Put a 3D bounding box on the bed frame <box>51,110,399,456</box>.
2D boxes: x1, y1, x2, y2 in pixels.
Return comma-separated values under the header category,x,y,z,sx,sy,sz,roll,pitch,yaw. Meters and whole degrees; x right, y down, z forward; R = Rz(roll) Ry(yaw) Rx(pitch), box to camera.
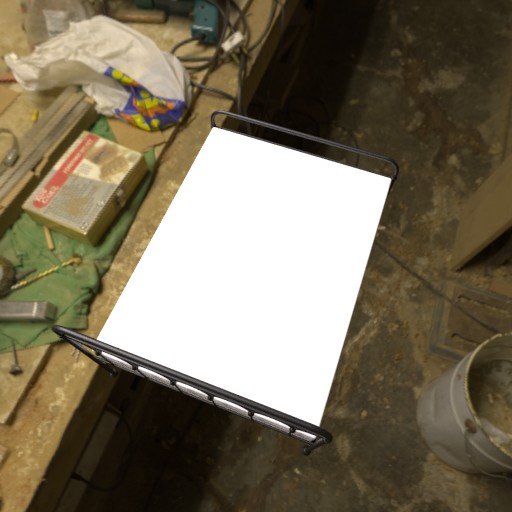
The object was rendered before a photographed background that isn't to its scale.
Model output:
category,x,y,z,sx,sy,sz,roll,pitch,yaw
bed frame,0.000,0.000,3.261,1.664,1.276,2.203,19,65,9
